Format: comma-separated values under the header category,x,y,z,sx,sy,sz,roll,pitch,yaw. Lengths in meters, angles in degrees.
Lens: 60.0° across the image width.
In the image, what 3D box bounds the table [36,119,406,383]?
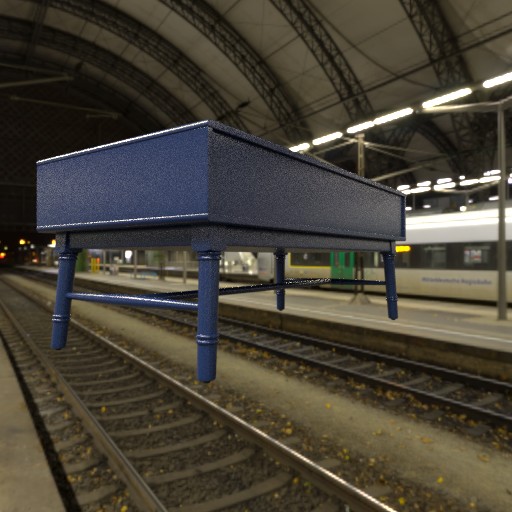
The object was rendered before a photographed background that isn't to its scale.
category,x,y,z,sx,sy,sz,roll,pitch,yaw
table,0.000,0.000,1.340,0.572,0.457,1.067,0,0,36
